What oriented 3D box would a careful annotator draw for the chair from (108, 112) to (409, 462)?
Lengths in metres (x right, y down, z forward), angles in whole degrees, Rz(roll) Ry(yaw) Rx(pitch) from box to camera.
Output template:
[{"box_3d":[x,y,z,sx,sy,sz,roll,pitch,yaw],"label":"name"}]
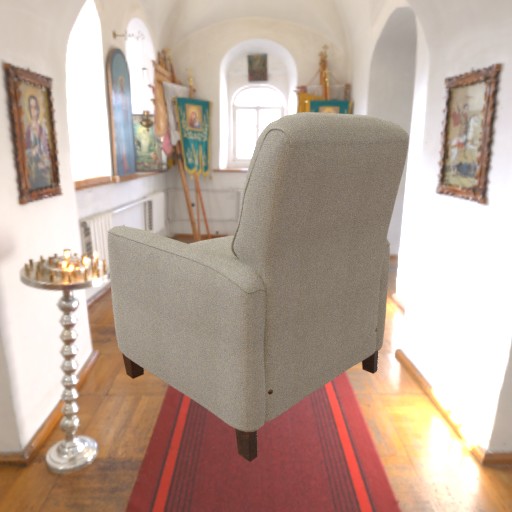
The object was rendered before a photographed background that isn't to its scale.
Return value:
[{"box_3d":[0.000,0.000,1.680,0.853,1.006,0.850,15,21,43],"label":"chair"}]
